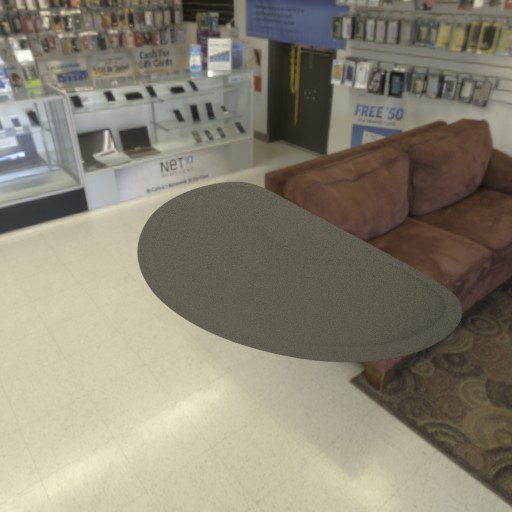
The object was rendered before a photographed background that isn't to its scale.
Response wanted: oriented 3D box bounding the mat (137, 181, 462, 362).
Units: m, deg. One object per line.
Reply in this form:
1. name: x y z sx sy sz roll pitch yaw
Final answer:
1. mat: 0.000 0.000 1.851 0.913 0.013 1.524 -21 38 -30
